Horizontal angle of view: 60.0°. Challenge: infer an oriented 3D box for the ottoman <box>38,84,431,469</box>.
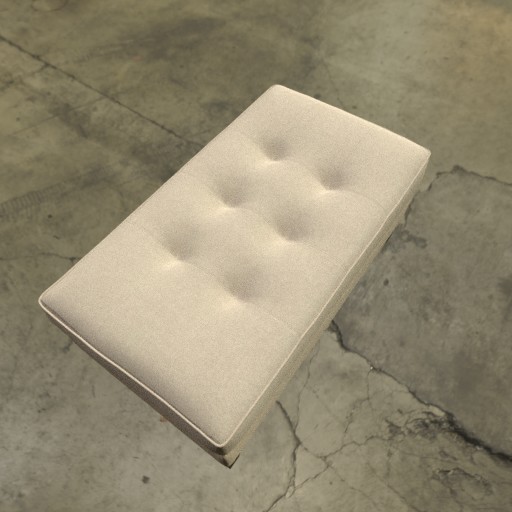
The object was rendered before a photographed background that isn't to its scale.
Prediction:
[{"bbox_3d":[0.000,0.000,1.482,0.648,0.508,1.143,32,63,18],"label":"ottoman"}]
